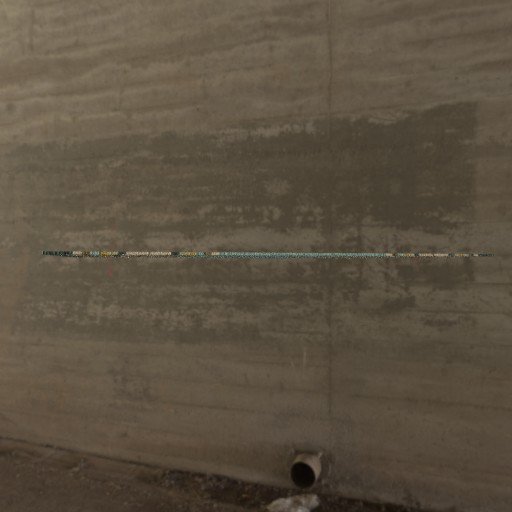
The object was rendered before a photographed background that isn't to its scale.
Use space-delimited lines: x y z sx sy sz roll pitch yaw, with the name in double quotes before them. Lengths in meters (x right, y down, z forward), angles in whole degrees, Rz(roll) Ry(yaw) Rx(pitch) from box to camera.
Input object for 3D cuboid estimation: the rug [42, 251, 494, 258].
"rug" 0.000 0.000 2.248 1.811 0.010 1.212 0 -1 -18
